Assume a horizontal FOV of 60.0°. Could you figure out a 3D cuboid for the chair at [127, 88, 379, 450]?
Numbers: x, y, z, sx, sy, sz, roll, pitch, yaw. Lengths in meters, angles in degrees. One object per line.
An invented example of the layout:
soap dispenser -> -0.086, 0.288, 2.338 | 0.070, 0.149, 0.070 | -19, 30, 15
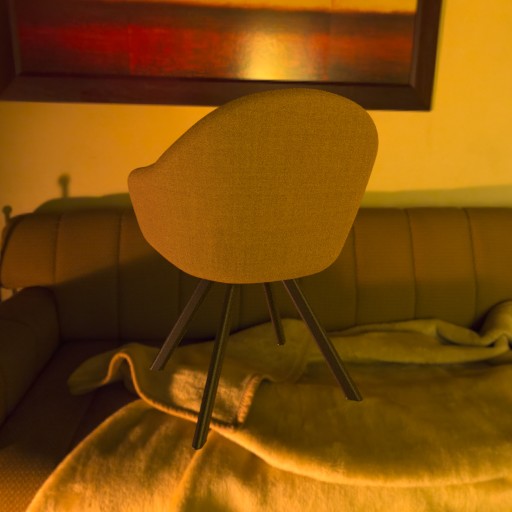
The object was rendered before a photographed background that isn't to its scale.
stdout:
chair -> 0.000, 0.000, 1.194 | 0.590, 0.795, 0.550 | -6, 14, -25
